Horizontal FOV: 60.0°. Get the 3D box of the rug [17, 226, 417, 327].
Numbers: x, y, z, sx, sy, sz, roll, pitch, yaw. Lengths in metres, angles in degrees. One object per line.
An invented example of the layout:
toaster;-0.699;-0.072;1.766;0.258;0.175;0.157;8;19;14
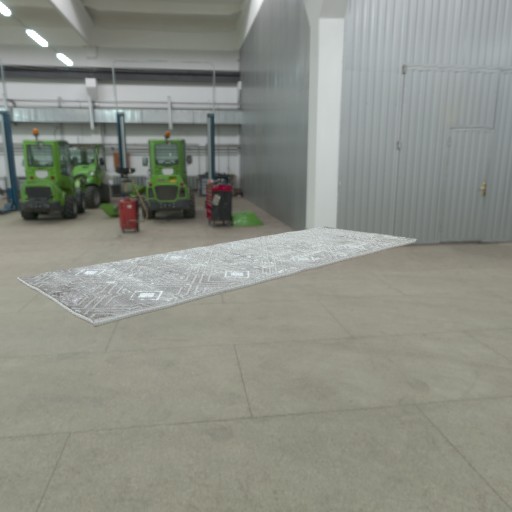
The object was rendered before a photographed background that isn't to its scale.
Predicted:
rug;0.000;0.000;2.638;2.381;0.035;0.832;-12;17;-43
